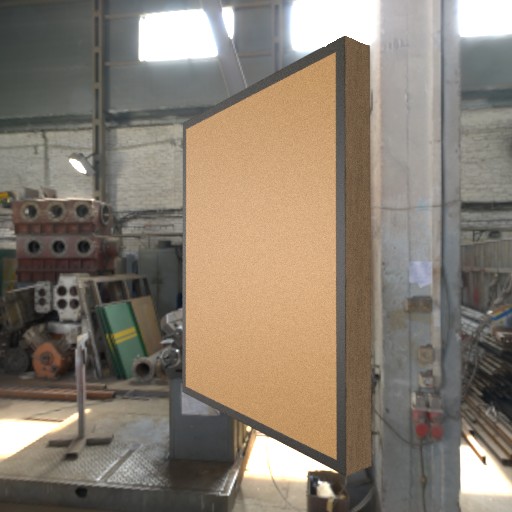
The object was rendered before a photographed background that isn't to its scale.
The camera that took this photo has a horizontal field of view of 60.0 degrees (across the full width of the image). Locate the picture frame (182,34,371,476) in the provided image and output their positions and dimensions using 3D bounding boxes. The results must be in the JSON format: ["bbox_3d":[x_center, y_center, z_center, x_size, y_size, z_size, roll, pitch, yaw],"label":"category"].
[{"bbox_3d":[0.000,0.000,0.710,0.046,0.526,0.421,1,-1,-36],"label":"picture frame"}]
